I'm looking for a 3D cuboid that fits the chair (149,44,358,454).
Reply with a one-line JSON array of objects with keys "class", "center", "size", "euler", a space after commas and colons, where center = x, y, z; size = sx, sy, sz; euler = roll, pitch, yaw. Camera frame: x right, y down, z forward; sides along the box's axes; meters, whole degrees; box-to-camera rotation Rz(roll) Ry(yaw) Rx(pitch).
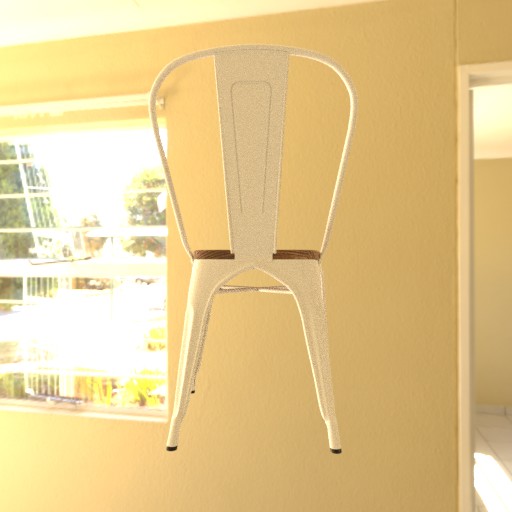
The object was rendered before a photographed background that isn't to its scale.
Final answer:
[{"class": "chair", "center": [0.000, 0.000, 1.145], "size": [0.452, 0.851, 0.521], "euler": [0, -1, 2]}]
